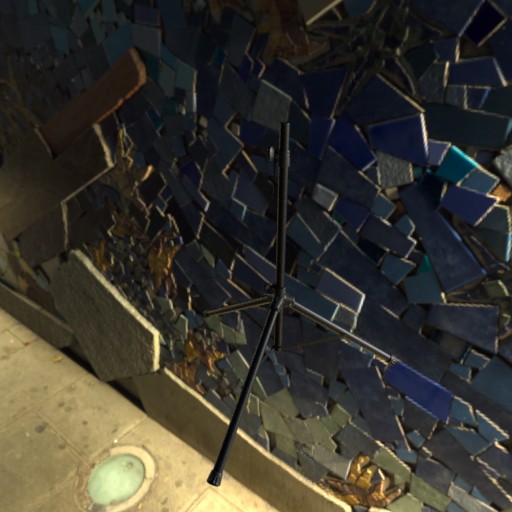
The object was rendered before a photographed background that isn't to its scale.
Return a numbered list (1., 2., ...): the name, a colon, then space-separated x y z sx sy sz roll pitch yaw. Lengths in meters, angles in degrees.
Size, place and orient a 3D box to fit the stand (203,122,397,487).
1. stand: 0.000 0.000 1.848 1.045 1.136 0.907 -19 34 -32
